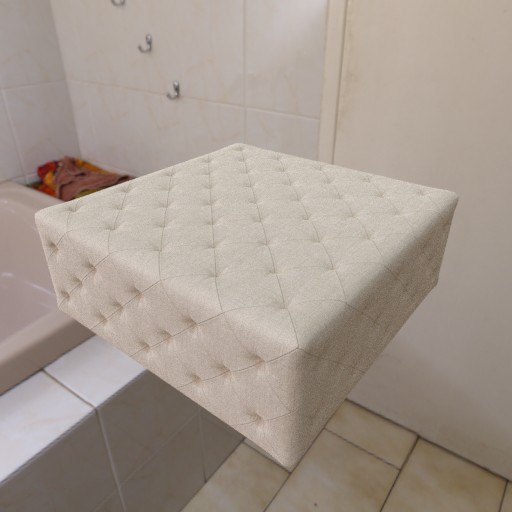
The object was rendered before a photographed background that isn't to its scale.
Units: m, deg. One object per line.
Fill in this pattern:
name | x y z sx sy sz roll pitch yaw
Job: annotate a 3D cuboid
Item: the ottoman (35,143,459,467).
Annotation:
ottoman | 0.000 0.000 1.582 1.028 0.439 1.028 22 37 32
